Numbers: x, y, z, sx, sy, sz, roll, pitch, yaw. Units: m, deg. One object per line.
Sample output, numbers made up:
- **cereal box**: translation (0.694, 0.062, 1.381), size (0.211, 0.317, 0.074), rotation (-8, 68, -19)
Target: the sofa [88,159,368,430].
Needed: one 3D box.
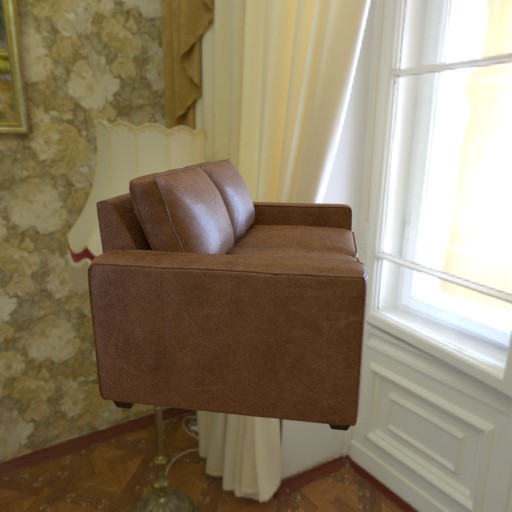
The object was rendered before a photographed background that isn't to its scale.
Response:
- **sofa**: translation (0.000, 0.000, 2.228), size (1.020, 0.896, 1.532), rotation (3, 16, 9)
